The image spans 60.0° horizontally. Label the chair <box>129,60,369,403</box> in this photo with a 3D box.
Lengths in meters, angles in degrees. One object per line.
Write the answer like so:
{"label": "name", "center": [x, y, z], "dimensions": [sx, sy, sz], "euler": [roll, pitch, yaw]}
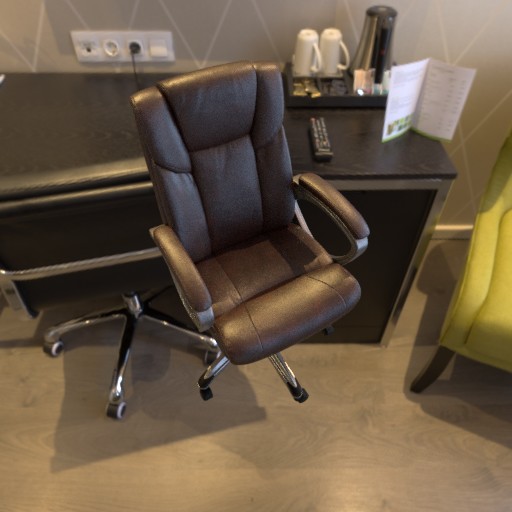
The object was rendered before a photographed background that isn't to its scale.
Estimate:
{"label": "chair", "center": [0.000, 0.000, 1.591], "dimensions": [0.656, 1.128, 0.692], "euler": [-23, 51, -21]}
